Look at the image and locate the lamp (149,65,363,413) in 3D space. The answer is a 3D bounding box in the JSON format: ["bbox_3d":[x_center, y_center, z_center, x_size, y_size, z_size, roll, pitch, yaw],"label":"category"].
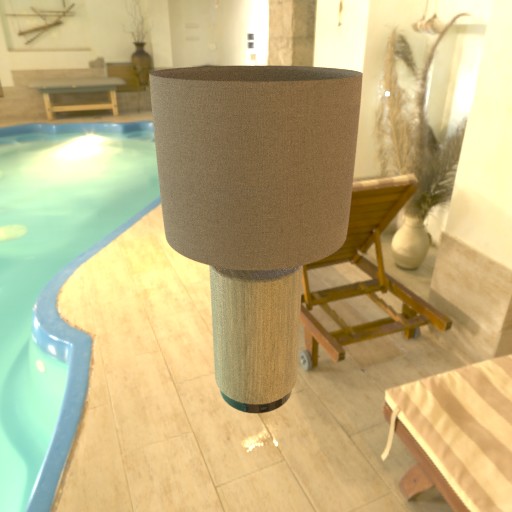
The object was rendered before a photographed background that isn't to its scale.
[{"bbox_3d":[0.000,0.000,0.578,0.228,0.444,0.228,-8,28,-16],"label":"lamp"}]
